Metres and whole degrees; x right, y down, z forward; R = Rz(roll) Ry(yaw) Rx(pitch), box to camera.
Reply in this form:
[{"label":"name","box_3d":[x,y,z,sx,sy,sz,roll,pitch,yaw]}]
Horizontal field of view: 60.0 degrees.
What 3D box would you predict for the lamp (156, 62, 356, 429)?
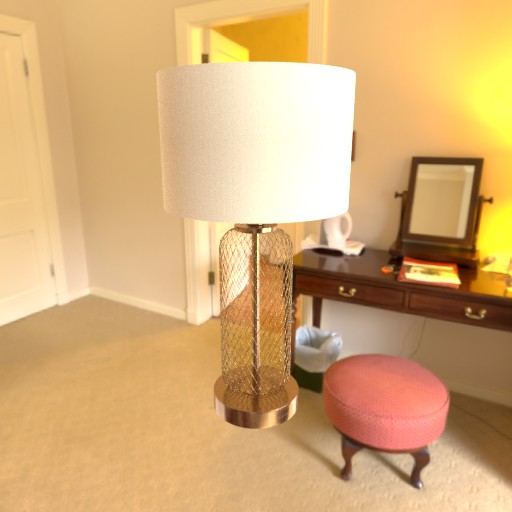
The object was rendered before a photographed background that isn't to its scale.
[{"label":"lamp","box_3d":[0.000,0.000,0.638,0.252,0.483,0.252,-2,16,-8]}]
